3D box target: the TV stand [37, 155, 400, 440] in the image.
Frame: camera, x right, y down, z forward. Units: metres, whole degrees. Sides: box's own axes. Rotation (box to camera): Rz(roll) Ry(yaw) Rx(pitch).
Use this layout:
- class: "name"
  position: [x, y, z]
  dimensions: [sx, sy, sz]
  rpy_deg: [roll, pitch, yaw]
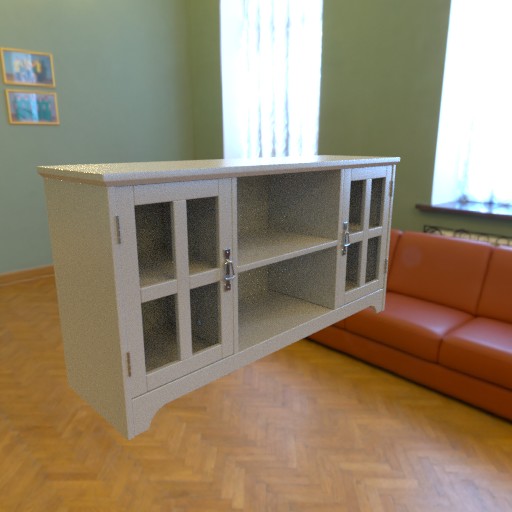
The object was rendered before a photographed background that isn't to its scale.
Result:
- class: "TV stand"
  position: [0.000, 0.000, 1.437]
  dimensions: [1.167, 0.603, 0.344]
  rpy_deg: [-14, 20, -43]
